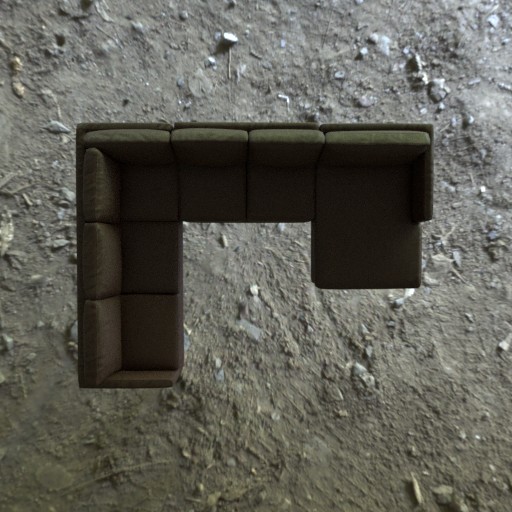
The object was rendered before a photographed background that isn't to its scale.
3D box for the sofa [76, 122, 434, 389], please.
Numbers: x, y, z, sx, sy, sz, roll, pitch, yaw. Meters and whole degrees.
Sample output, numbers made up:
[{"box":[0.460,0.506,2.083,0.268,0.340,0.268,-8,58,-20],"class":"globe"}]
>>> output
[{"box":[0.000,0.000,4.532,3.460,0.923,2.593,0,91,-1],"class":"sofa"}]
